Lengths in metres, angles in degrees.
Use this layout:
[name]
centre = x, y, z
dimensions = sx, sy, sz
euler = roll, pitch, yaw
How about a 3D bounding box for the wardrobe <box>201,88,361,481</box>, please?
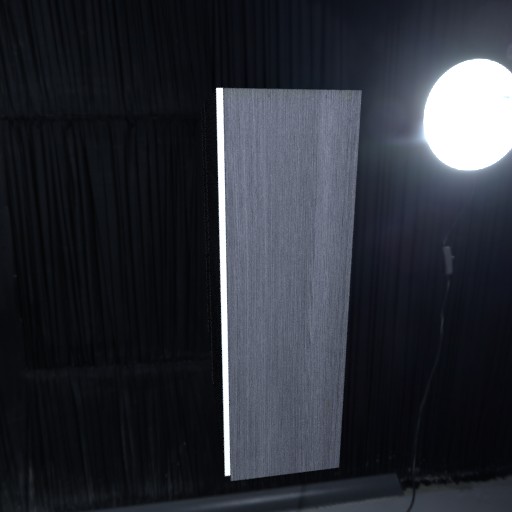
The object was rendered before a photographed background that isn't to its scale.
[wardrobe]
centre = 0.000, 0.000, 2.975
dimensions = 0.629, 1.960, 1.780
euler = -3, 16, -9
